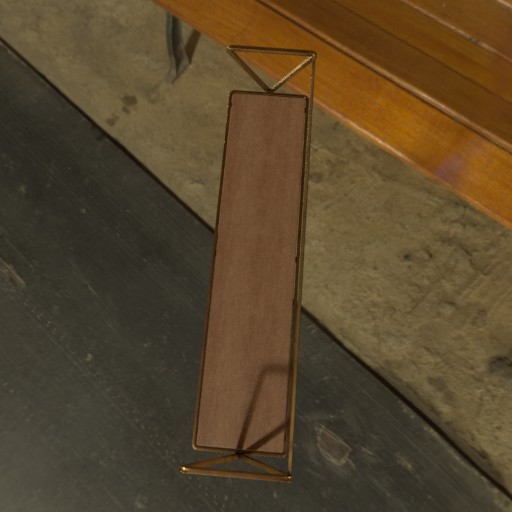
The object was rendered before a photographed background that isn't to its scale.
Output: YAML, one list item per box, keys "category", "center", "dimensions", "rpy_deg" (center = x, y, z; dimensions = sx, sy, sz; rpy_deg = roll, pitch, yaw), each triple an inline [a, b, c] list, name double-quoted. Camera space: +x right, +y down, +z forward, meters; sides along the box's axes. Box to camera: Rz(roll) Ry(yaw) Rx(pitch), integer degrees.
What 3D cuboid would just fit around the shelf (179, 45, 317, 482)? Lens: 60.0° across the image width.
- category: "shelf"
  center: [0.000, 0.000, 0.758]
  dimensions: [0.150, 0.229, 0.645]
  rpy_deg: [5, 77, 1]
